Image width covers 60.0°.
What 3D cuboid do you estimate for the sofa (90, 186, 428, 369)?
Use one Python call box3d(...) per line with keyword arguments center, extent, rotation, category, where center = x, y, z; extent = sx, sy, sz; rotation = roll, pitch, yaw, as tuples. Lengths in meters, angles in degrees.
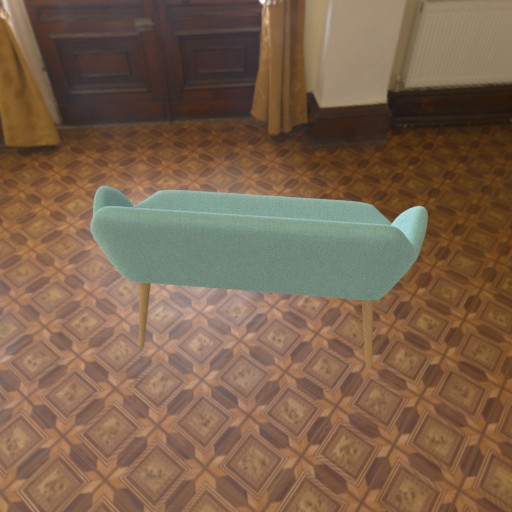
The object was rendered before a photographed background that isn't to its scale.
box3d(center=(0.000, 0.000, 1.644), extent=(1.150, 0.840, 0.610), rotation=(4, 45, 4), category="sofa")
